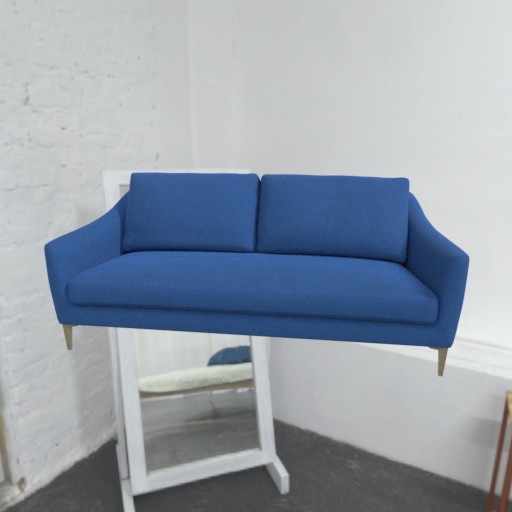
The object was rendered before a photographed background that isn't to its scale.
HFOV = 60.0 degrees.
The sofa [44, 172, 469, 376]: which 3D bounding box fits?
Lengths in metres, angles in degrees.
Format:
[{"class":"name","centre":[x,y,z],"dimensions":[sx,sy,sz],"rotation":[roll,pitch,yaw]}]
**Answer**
[{"class":"sofa","centre":[0.000,0.000,2.555],"dimensions":[2.036,0.903,0.960],"rotation":[2,15,8]}]
